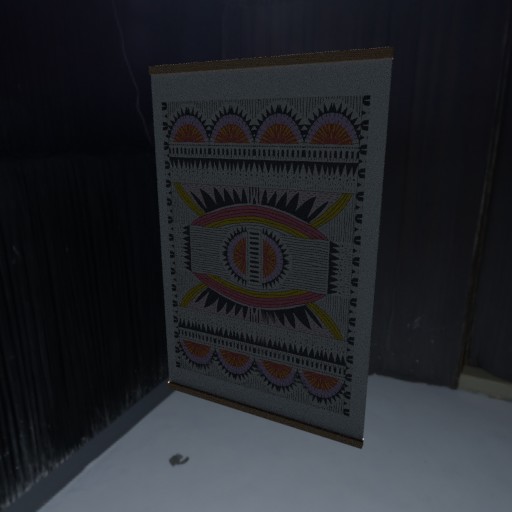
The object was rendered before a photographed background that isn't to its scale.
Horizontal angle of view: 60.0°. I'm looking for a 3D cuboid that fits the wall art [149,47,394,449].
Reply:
[{"bbox_3d":[0.000,0.000,1.863,0.999,1.533,0.028,8,18,26],"label":"wall art"}]
